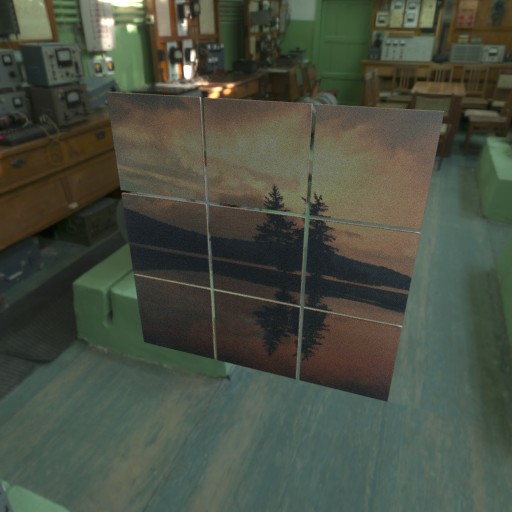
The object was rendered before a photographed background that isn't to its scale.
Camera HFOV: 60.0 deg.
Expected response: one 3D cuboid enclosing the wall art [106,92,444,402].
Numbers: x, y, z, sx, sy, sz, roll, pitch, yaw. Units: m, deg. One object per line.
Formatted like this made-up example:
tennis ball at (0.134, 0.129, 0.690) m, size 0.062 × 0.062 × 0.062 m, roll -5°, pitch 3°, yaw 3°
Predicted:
wall art at (0.000, 0.000, 1.819) m, size 1.216 × 1.218 × 0.013 m, roll 9°, pitch 30°, yaw 17°
